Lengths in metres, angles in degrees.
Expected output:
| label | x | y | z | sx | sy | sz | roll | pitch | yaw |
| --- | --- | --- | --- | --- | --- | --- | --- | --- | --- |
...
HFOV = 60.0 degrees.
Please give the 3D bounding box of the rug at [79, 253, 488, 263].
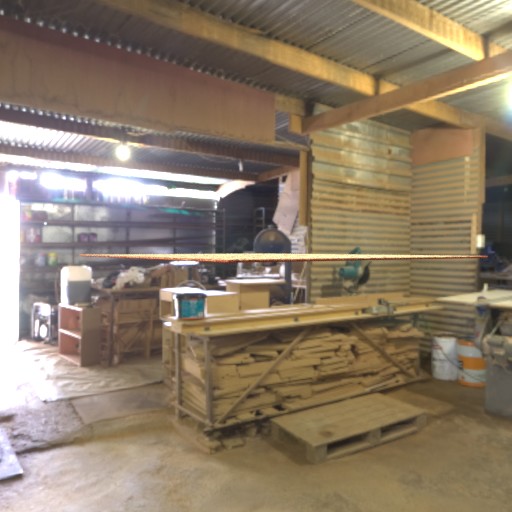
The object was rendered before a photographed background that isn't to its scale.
| label | x | y | z | sx | sy | sz | roll | pitch | yaw |
| --- | --- | --- | --- | --- | --- | --- | --- | --- | --- |
| rug | 0.000 | 0.000 | 4.123 | 2.441 | 0.016 | 3.050 | -1 | 1 | -35 |
